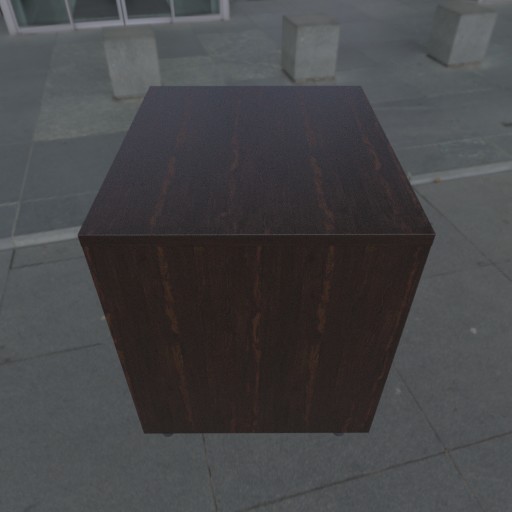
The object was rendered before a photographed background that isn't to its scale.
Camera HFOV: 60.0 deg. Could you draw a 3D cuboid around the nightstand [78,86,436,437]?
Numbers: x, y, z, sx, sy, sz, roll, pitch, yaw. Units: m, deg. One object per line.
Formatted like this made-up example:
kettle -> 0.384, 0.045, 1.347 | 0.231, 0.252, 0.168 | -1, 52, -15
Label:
nightstand -> 0.000, 0.000, 0.870 | 0.427, 0.487, 0.489 | 0, 41, 0
